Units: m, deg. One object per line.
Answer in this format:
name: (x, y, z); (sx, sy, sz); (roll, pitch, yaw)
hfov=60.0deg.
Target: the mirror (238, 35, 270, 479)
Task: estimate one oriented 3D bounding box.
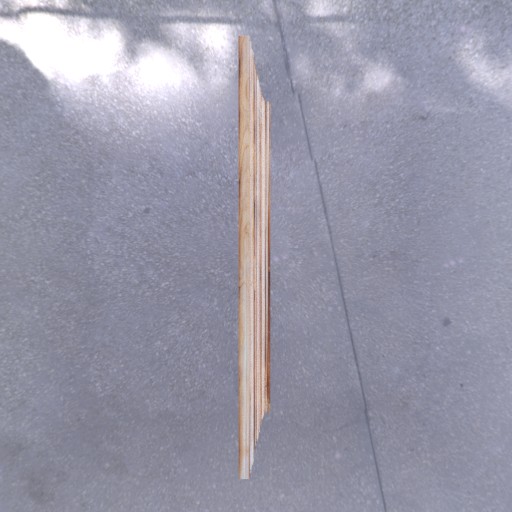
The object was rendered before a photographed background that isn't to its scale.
mirror: (0.000, 0.000, 1.206); (0.061, 0.804, 0.804); (0, 91, 0)
